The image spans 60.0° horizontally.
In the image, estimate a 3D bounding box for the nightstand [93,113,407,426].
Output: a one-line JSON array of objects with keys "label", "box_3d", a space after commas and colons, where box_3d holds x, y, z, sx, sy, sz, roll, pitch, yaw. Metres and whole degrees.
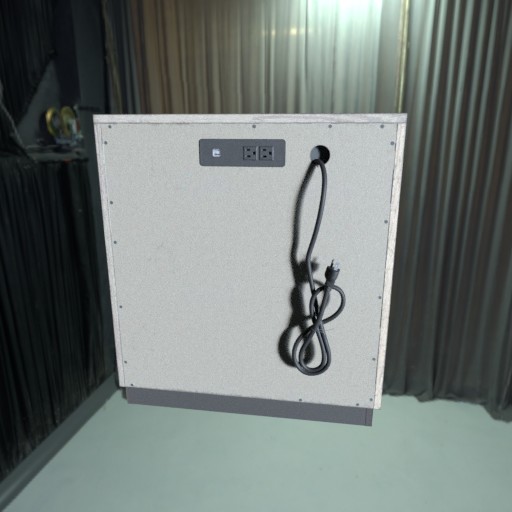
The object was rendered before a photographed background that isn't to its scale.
[{"label": "nightstand", "box_3d": [0.000, 0.000, 1.114, 0.612, 0.673, 0.483, 2, 17, 8]}]
